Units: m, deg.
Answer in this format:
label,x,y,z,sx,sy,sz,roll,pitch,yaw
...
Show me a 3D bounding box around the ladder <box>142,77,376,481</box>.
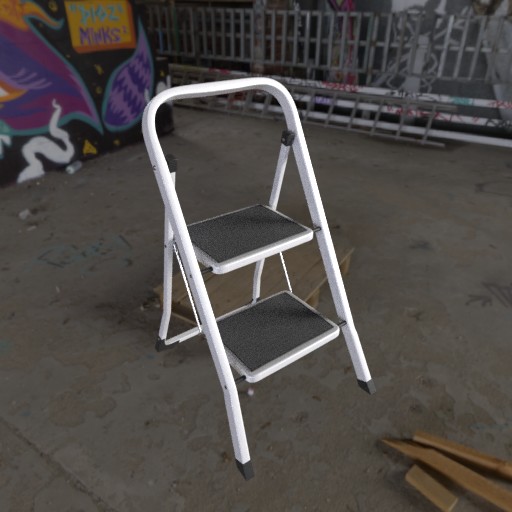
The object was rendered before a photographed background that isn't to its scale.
label,x,y,z,sx,sy,sz,roll,pitch,yaw
ladder,0.000,0.000,1.140,0.460,0.810,0.544,-21,36,-31
